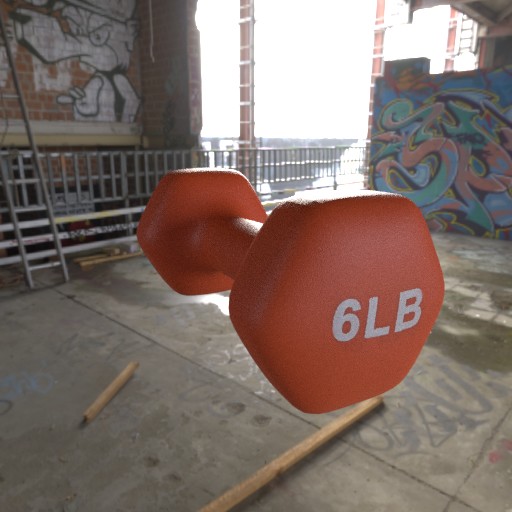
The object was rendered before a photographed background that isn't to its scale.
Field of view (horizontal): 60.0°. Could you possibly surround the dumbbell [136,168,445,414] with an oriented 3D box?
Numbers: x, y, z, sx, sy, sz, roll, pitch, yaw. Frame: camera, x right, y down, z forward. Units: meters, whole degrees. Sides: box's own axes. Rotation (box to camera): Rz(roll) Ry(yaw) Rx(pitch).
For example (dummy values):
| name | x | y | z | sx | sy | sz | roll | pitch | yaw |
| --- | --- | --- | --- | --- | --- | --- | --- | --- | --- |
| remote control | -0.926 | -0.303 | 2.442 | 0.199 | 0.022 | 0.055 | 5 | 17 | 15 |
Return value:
| name | x | y | z | sx | sy | sz | roll | pitch | yaw |
| --- | --- | --- | --- | --- | --- | --- | --- | --- | --- |
| dumbbell | 0.000 | 0.000 | 0.202 | 0.079 | 0.071 | 0.162 | -7 | 17 | -26 |
